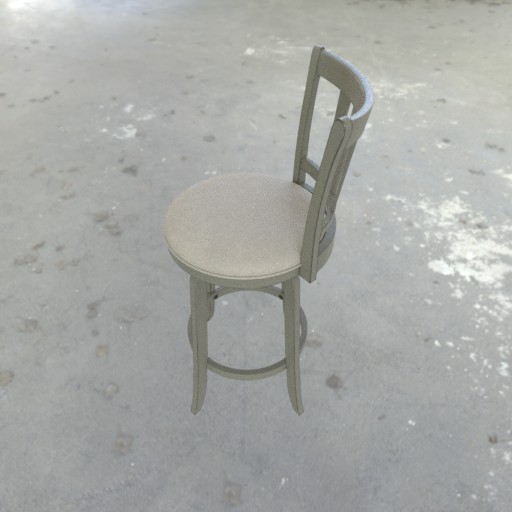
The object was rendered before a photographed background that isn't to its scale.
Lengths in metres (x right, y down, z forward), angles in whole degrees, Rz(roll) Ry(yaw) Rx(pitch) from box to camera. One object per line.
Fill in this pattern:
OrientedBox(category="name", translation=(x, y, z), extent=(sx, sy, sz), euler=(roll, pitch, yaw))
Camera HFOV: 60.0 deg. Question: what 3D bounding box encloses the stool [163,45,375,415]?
OrientedBox(category="stool", translation=(0.000, 0.000, 1.250), extent=(0.486, 0.994, 0.450), euler=(0, 41, 0))
